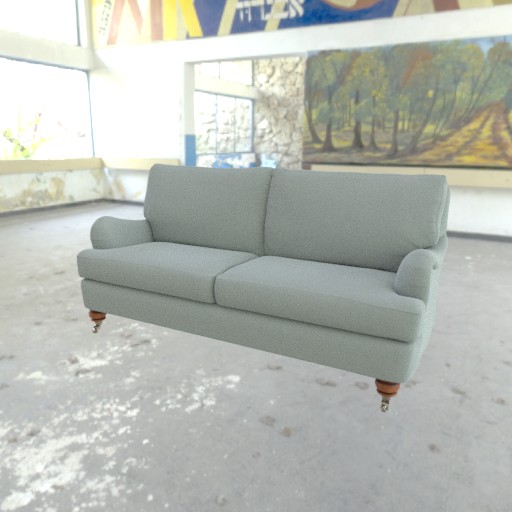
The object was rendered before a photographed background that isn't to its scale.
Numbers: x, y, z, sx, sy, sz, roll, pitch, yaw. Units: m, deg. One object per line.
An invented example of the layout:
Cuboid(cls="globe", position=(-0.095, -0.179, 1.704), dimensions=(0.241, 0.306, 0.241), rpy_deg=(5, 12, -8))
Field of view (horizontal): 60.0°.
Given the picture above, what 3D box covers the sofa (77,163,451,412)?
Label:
Cuboid(cls="sofa", position=(0.000, 0.000, 2.836), dimensions=(2.193, 1.096, 1.069), rpy_deg=(8, 16, 27))
